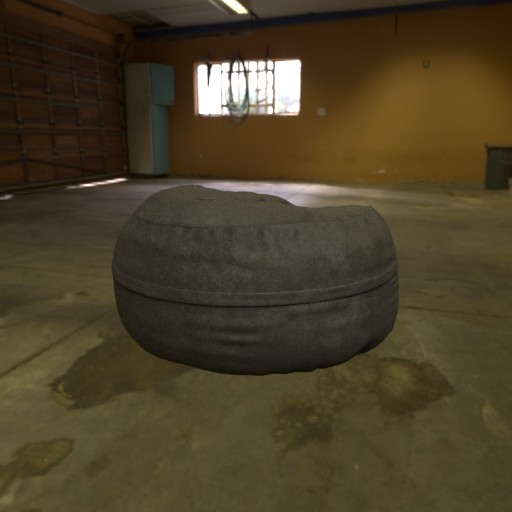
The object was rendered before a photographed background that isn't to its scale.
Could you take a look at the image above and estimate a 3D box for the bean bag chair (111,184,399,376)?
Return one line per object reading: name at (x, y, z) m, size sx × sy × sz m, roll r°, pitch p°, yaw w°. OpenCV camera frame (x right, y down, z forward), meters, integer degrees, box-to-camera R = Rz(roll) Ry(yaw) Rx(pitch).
bean bag chair at (0.000, 0.000, 2.457) m, size 1.525 × 0.751 × 1.525 m, roll 0°, pitch 15°, yaw 0°
